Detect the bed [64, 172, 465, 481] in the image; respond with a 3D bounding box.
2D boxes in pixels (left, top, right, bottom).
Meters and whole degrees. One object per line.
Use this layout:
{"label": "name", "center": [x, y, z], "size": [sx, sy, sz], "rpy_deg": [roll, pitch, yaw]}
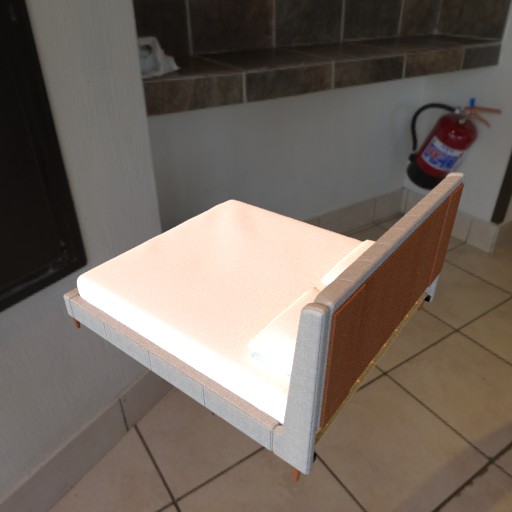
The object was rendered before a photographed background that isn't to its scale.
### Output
{"label": "bed", "center": [0.000, 0.000, 3.480], "size": [2.342, 1.289, 2.062], "rpy_deg": [22, 38, 31]}
